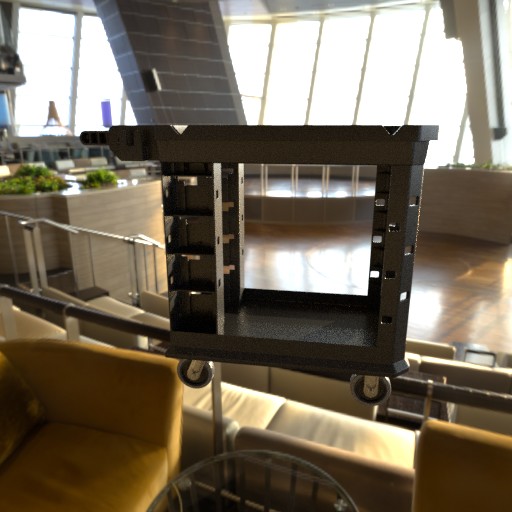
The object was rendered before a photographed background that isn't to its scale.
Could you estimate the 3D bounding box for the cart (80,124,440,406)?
[{"bbox_3d":[0.000,0.000,1.563,1.061,0.884,0.497,3,16,9],"label":"cart"}]
